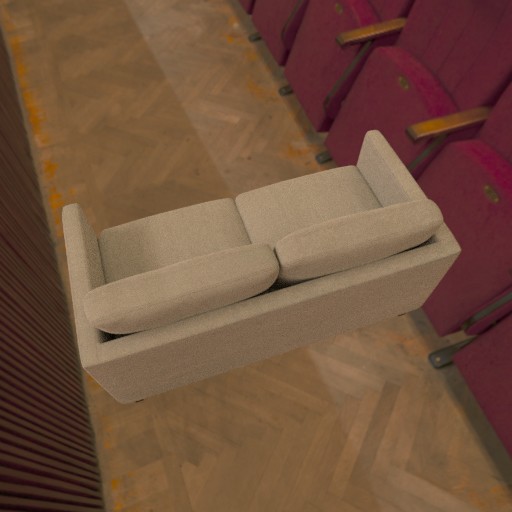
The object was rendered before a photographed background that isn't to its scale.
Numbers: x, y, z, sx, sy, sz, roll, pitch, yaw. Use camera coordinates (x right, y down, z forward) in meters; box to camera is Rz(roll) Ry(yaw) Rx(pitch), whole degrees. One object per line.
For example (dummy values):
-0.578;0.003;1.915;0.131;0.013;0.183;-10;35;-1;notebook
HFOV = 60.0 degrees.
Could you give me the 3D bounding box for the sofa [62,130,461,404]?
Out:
0.000;0.000;2.489;1.884;0.963;0.950;-16;59;-10;sofa
